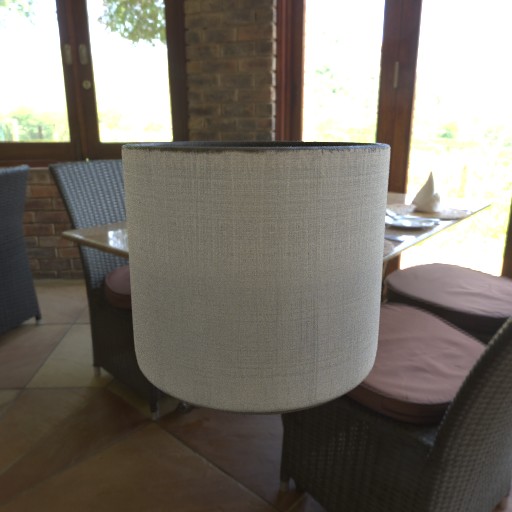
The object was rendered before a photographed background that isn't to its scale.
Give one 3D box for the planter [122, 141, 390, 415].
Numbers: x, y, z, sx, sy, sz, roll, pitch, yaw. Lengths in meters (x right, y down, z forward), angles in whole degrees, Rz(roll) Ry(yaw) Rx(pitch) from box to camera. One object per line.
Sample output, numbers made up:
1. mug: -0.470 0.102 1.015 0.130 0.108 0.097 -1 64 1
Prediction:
1. planter: 0.000 0.000 0.406 0.226 0.201 0.226 0 16 0
